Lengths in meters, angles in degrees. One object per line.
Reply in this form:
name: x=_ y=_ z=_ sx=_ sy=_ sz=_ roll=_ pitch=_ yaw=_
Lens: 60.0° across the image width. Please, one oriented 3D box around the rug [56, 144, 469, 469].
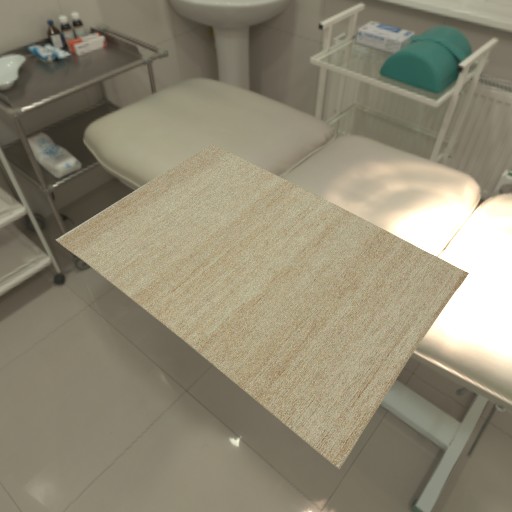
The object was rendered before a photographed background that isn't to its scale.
rug: x=0.000 y=0.000 z=2.989 sx=2.346 sy=0.029 sz=1.574 roll=32 pitch=55 yaw=26
